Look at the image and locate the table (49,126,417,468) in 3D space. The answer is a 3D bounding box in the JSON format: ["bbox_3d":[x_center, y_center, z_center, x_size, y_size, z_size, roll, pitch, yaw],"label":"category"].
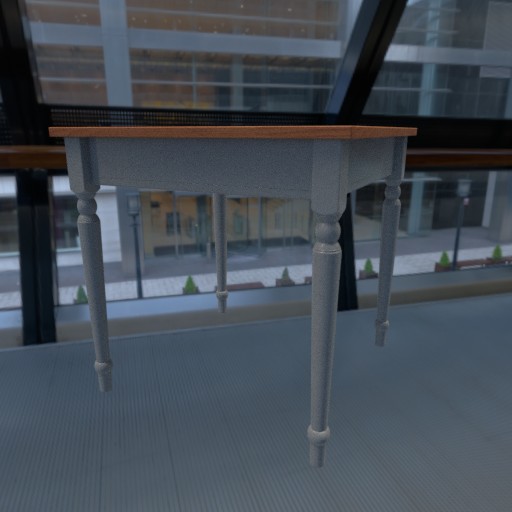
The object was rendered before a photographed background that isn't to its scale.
[{"bbox_3d":[0.000,0.000,1.328,0.747,0.738,0.747,8,18,26],"label":"table"}]
